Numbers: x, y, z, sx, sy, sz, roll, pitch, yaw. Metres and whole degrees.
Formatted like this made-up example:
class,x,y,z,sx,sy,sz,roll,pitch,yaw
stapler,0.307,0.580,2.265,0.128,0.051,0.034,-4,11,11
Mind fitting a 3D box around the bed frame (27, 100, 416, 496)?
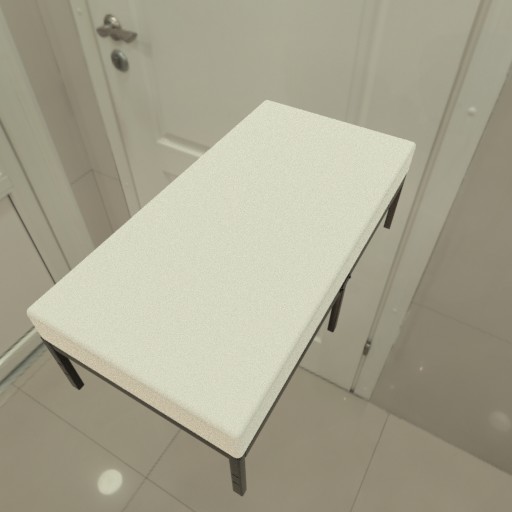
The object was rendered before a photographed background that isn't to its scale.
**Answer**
class,x,y,z,sx,sy,sz,roll,pitch,yaw
bed frame,0.000,0.000,2.385,1.023,0.659,1.950,23,52,20
